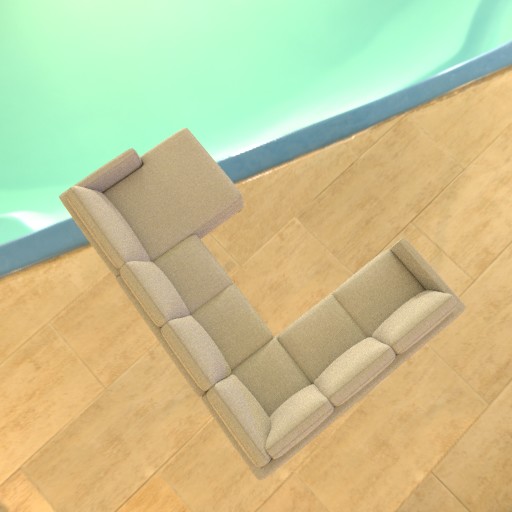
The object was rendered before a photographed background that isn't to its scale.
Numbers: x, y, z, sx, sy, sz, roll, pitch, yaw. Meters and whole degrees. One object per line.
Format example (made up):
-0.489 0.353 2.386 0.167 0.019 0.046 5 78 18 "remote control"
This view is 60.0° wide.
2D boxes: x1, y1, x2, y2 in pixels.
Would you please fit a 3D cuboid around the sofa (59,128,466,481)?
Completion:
0.000 0.000 4.611 2.551 0.889 3.403 -37 79 -9 "sofa"
